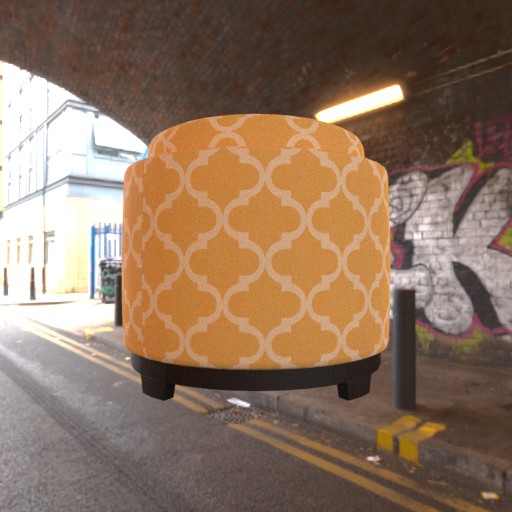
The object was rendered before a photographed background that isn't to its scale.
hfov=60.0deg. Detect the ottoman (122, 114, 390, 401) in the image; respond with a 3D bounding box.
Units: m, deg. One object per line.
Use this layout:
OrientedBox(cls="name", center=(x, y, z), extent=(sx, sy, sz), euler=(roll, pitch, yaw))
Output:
OrientedBox(cls="ottoman", center=(0.000, 0.000, 0.827), extent=(0.480, 0.429, 0.480), euler=(0, -1, 0))
